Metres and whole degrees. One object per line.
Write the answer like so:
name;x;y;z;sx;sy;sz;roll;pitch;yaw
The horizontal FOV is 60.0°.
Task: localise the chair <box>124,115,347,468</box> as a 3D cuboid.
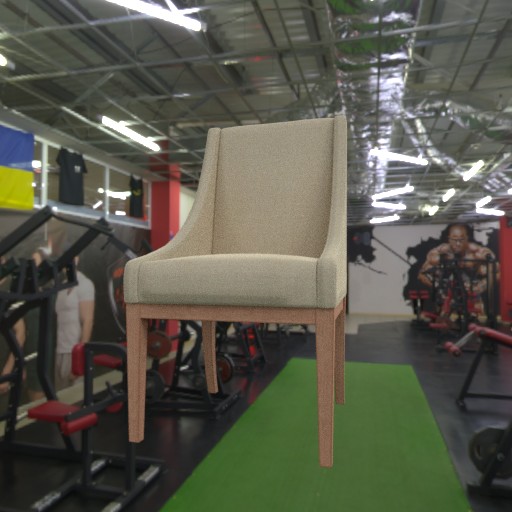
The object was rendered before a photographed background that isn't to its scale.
chair;0.000;0.000;1.415;0.575;1.021;0.611;0;-2;17
